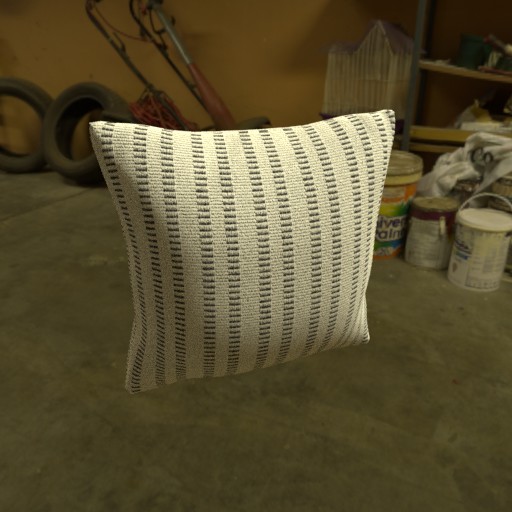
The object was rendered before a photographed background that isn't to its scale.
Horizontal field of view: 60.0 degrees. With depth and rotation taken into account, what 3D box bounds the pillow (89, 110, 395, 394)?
[{"bbox_3d":[0.000,0.000,0.685,0.438,0.419,0.247,-8,26,-16],"label":"pillow"}]
